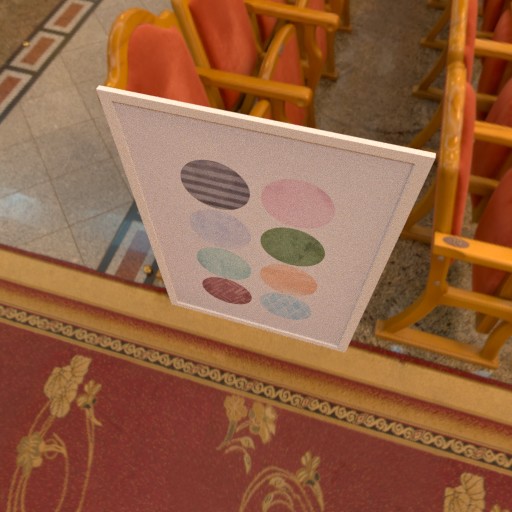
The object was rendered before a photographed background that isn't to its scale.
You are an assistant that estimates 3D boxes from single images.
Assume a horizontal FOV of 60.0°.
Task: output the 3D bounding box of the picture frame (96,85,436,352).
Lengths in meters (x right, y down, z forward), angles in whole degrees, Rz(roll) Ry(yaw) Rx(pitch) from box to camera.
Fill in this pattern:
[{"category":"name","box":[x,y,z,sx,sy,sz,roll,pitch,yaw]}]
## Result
[{"category":"picture frame","box":[0.000,0.000,1.224,0.659,0.940,0.013,14,58,9]}]
